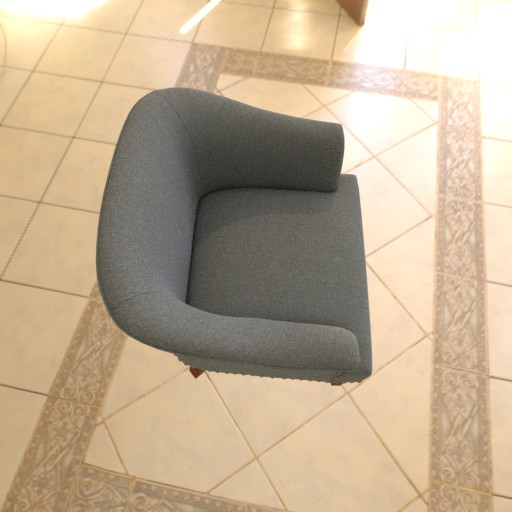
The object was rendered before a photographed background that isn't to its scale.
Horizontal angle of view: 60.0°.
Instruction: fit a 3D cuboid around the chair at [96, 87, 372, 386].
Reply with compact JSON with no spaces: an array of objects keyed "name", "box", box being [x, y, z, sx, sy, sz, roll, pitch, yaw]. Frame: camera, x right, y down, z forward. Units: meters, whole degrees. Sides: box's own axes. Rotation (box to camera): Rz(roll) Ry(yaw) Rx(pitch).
[{"name":"chair","box":[0.000,0.000,1.402,0.704,0.815,0.798,2,63,1]}]
